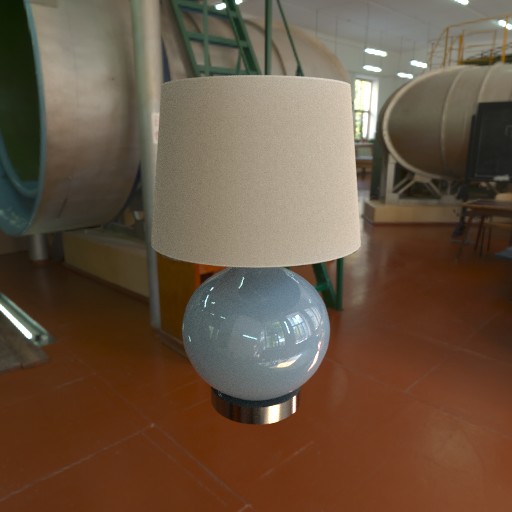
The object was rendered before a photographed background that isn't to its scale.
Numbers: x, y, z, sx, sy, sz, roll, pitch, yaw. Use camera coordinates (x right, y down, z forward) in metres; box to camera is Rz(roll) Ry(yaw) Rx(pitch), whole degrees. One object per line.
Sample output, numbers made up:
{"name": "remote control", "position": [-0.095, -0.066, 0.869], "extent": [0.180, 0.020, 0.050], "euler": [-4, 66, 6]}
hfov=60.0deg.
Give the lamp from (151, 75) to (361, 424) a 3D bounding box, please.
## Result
{"name": "lamp", "position": [0.000, 0.000, 0.540], "extent": [0.247, 0.387, 0.247], "euler": [0, 15, 0]}
